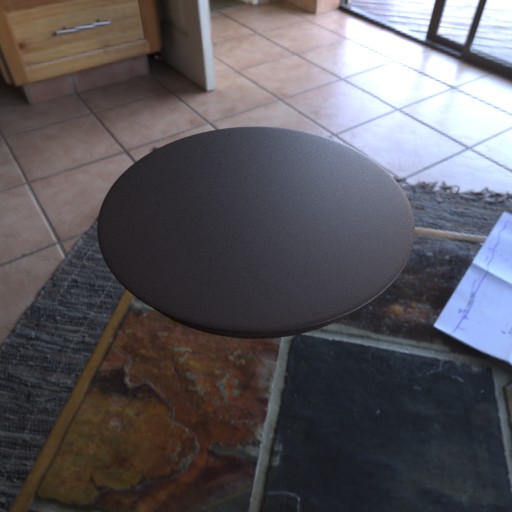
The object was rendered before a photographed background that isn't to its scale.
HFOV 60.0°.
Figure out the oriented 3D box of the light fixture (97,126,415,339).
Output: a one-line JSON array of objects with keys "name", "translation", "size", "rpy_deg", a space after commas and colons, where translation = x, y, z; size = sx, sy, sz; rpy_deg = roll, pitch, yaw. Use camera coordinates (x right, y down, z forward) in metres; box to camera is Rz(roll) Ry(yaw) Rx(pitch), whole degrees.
[{"name": "light fixture", "translation": [0.000, 0.000, 0.449], "size": [0.280, 0.135, 0.280], "rpy_deg": [0, 45, 0]}]
